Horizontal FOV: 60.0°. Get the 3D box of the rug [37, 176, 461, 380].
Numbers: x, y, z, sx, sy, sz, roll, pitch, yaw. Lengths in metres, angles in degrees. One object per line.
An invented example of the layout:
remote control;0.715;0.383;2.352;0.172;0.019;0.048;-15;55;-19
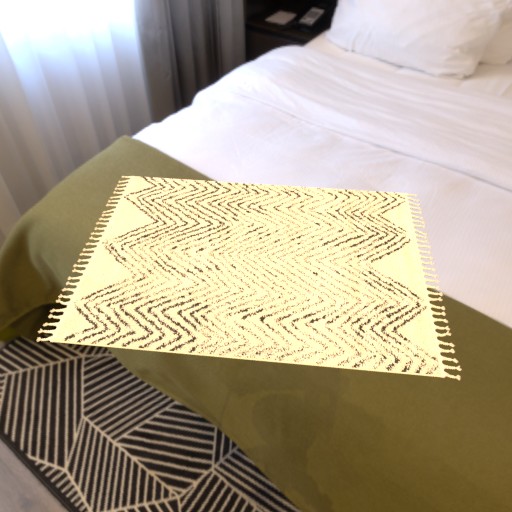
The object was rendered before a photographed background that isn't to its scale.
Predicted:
rug;0.000;0.000;2.304;1.847;0.014;1.230;4;46;4
